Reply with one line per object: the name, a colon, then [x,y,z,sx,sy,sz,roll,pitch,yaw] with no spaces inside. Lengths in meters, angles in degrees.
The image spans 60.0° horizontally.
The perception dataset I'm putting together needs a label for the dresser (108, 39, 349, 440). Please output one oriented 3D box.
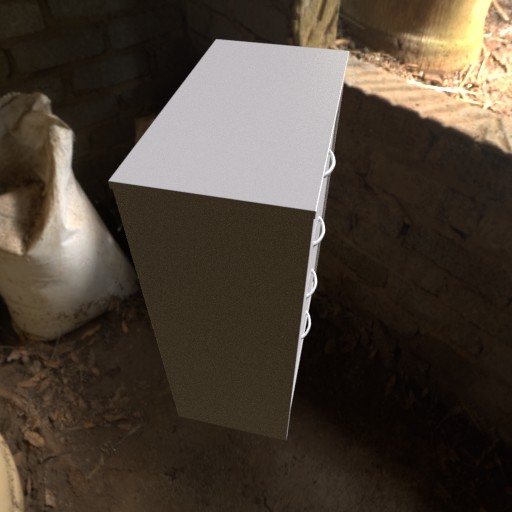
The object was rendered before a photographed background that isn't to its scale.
dresser: [0.000,0.000,1.394,0.401,1.021,0.704,9,47,9]
